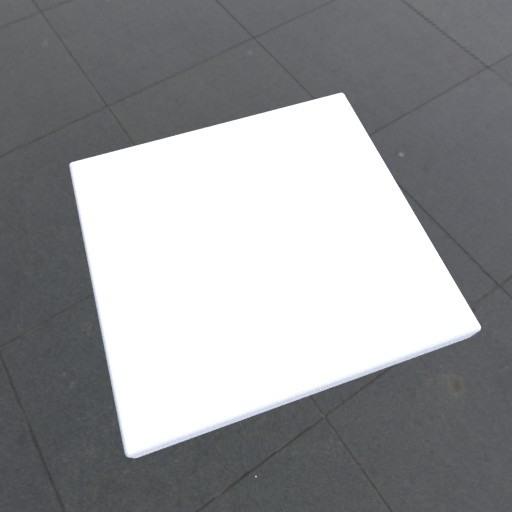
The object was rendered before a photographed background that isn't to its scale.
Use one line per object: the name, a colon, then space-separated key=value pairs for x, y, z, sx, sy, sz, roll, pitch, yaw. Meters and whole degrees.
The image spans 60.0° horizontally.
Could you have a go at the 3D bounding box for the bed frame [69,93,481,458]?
bed frame: x=0.000 y=0.000 z=2.972 sx=2.033 sy=0.525 sz=1.935 roll=-17 pitch=65 yaw=-8
